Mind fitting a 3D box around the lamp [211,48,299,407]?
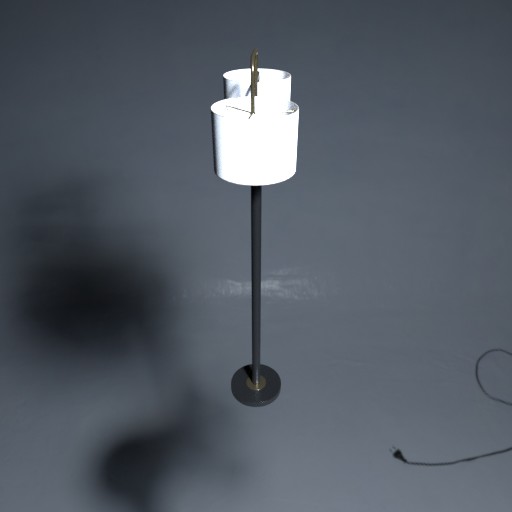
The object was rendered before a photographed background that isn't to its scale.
[{"bbox_3d":[0.000,0.000,1.829,0.254,1.587,0.711,1,33,1],"label":"lamp"}]
